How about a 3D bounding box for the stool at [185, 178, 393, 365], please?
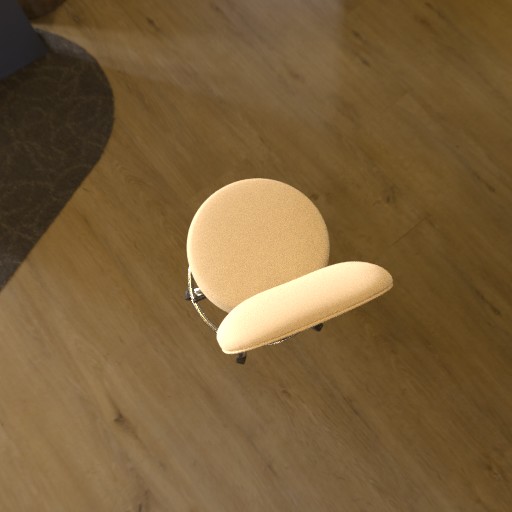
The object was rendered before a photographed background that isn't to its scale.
[{"bbox_3d":[0.000,0.000,1.440,0.609,1.080,0.616,-22,76,-6],"label":"stool"}]
